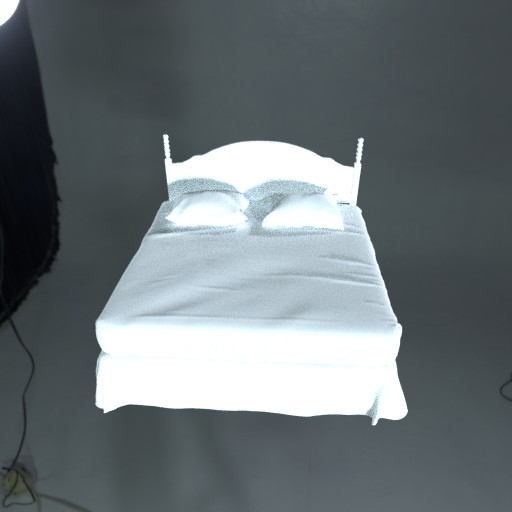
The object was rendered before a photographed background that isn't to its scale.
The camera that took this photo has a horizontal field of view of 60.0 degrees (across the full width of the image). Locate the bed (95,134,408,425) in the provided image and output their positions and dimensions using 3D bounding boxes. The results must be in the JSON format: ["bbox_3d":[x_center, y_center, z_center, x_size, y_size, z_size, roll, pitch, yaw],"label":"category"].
[{"bbox_3d":[0.000,0.000,3.655,2.322,1.355,2.219,2,32,3],"label":"bed"}]
